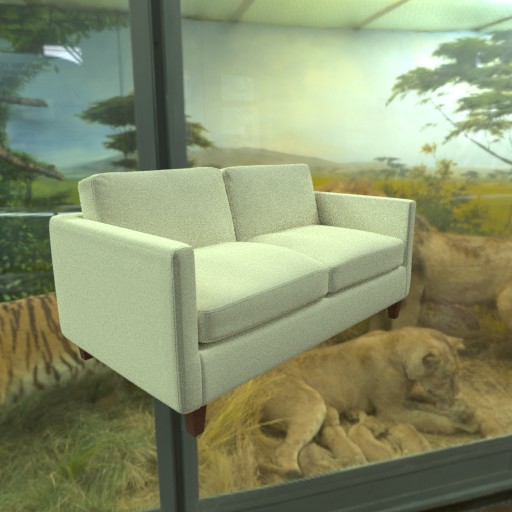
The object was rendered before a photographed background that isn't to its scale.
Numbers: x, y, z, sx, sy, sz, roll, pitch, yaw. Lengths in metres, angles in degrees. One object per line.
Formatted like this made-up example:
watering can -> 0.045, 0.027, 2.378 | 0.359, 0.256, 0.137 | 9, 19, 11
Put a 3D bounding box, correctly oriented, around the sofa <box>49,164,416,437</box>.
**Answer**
sofa -> 0.000, 0.000, 2.276 | 0.964, 0.888, 1.702 | 13, 19, 42
